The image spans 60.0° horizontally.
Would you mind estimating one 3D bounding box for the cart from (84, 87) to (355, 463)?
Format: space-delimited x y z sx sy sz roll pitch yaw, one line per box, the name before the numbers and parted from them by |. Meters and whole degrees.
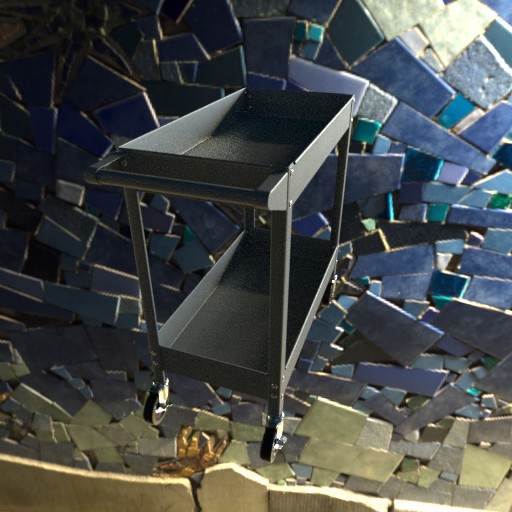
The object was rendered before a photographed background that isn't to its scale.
cart | 0.000 0.000 1.191 0.366 0.719 0.779 10 32 17
